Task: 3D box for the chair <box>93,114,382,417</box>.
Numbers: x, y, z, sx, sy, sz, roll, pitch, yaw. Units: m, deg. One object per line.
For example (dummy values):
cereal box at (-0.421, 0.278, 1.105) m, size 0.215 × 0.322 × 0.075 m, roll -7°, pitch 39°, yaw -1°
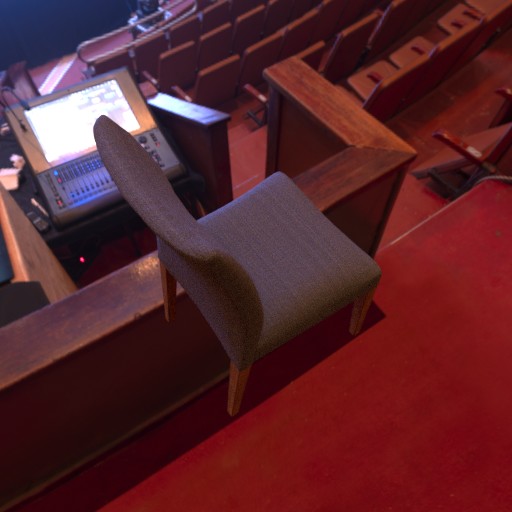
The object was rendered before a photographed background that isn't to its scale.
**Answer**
chair at (0.000, 0.000, 1.264) m, size 0.585 × 0.940 × 0.496 m, roll -31°, pitch 62°, yaw -19°
